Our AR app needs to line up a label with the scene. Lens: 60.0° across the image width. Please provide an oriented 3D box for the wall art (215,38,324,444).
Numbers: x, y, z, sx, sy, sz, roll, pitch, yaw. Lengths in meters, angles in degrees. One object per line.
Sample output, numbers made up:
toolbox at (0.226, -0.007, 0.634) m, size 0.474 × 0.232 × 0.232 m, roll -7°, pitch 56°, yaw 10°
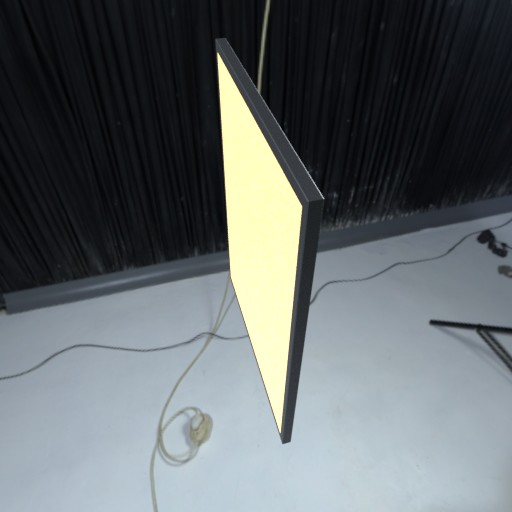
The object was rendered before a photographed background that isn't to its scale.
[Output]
wall art at (0.000, 0.000, 1.380) m, size 0.030 × 1.027 × 0.774 m, roll -11°, pitch 46°, yaw -11°
